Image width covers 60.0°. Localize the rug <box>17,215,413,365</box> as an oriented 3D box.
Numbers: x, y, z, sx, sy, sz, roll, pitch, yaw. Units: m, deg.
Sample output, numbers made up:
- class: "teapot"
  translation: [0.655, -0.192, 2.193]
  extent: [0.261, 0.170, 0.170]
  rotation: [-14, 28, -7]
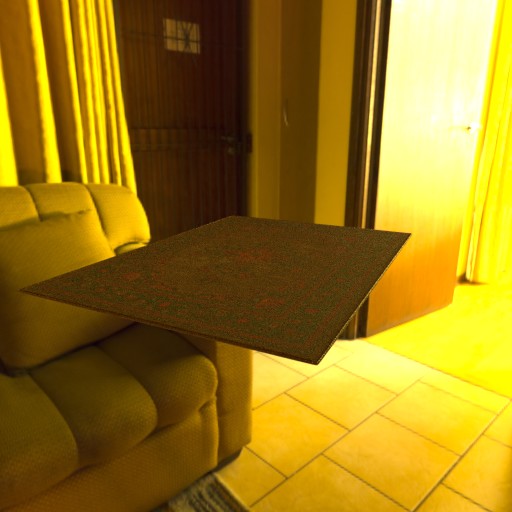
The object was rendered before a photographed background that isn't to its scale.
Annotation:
- class: "rug"
  translation: [0.000, 0.000, 2.843]
  extent: [1.609, 0.013, 2.214]
  rotation: [8, 18, 26]
